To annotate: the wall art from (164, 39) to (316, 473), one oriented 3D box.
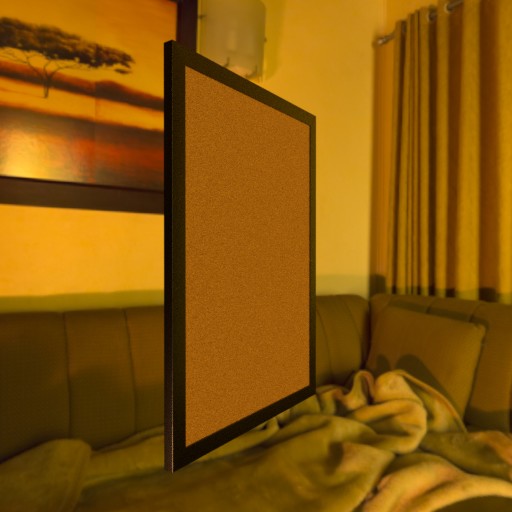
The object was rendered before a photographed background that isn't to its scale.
[{"bbox_3d":[0.000,0.000,0.568,0.013,0.432,0.304,0,0,35],"label":"wall art"}]
